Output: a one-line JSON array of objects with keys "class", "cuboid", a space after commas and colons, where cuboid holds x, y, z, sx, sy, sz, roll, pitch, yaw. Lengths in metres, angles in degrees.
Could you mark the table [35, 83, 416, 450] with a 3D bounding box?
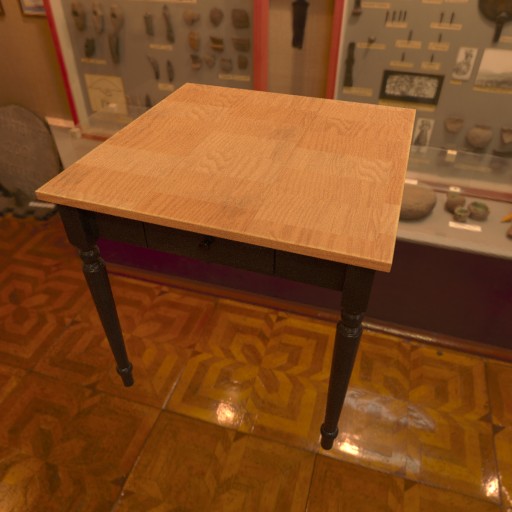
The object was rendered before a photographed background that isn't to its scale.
[{"class": "table", "cuboid": [0.000, 0.000, 1.362, 0.747, 0.738, 0.747, 12, 41, 14]}]
